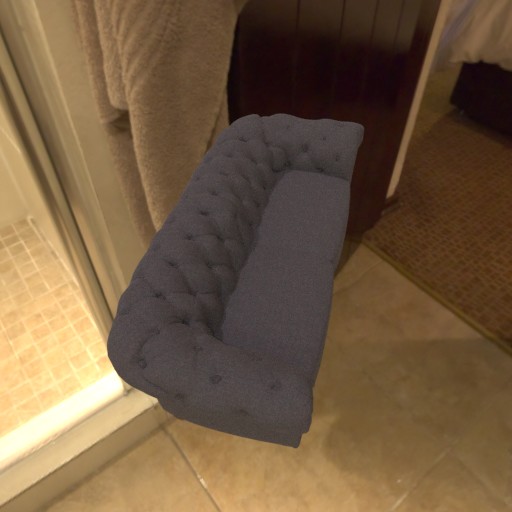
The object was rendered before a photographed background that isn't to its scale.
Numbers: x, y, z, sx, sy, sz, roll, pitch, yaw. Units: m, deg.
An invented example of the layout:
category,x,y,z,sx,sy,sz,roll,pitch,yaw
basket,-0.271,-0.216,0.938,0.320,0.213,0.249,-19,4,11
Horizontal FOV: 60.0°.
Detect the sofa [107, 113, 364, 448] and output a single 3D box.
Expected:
category,x,y,z,sx,sy,sz,roll,pitch,yaw
sofa,0.000,0.000,2.813,1.046,0.836,2.335,11,47,10
